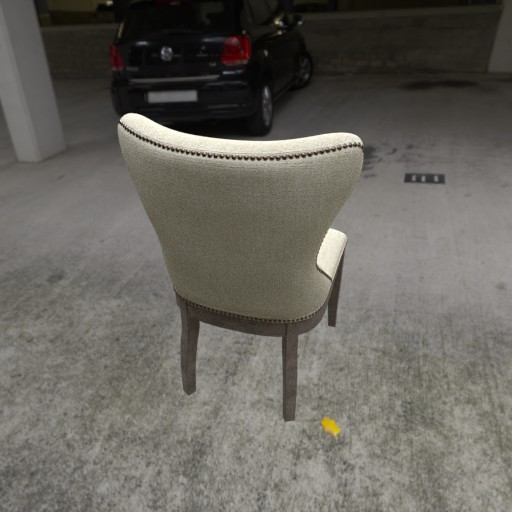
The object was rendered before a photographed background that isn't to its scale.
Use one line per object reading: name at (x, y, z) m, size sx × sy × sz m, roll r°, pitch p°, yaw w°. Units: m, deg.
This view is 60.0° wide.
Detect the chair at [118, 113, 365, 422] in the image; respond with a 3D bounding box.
chair at (0.000, 0.000, 1.509) m, size 0.654 × 1.002 × 0.681 m, roll 10°, pitch 33°, yaw 15°
